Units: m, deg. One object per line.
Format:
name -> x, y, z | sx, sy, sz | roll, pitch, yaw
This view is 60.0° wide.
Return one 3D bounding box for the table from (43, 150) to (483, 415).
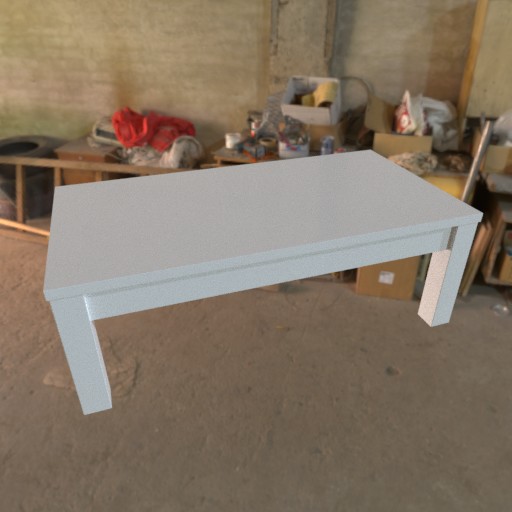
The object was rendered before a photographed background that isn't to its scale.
table -> 0.000, 0.000, 1.684 | 1.350, 0.470, 0.700 | -10, 33, -16
